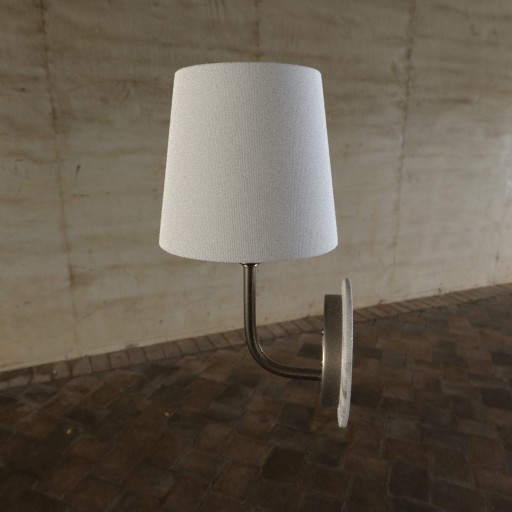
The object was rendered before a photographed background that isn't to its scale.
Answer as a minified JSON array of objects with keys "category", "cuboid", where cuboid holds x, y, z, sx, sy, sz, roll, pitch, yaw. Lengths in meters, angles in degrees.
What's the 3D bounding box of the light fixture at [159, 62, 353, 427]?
[{"category":"light fixture","cuboid":[0.000,0.000,0.439,0.188,0.337,0.168,2,14,9]}]
